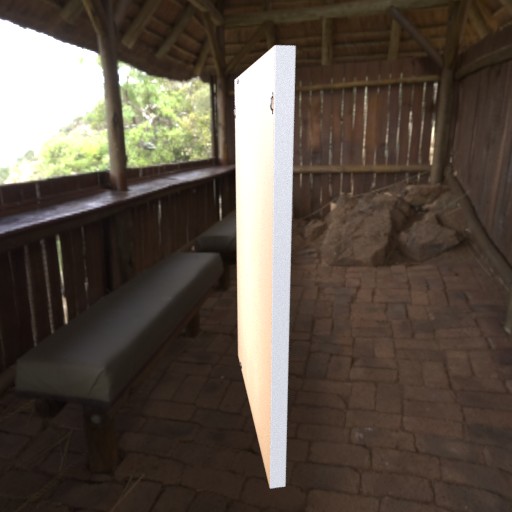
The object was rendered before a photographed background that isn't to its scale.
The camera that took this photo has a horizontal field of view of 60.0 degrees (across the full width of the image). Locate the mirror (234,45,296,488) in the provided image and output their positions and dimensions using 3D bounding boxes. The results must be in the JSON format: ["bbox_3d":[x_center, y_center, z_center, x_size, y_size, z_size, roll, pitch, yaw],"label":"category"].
[{"bbox_3d":[0.000,0.000,1.161,0.041,0.914,0.609,-3,17,-9],"label":"mirror"}]
